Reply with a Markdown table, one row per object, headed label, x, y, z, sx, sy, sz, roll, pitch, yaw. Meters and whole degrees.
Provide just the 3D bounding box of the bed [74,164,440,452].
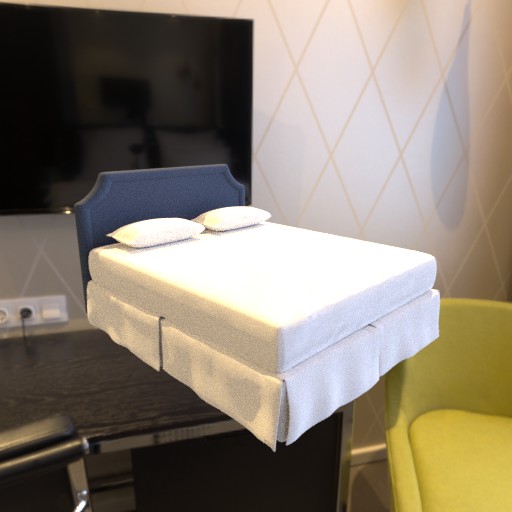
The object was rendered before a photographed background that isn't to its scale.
| label | x | y | z | sx | sy | sz | roll | pitch | yaw |
| --- | --- | --- | --- | --- | --- | --- | --- | --- | --- |
| bed | 0.000 | 0.000 | 4.183 | 2.773 | 1.488 | 2.350 | 15 | 22 | 43 |
